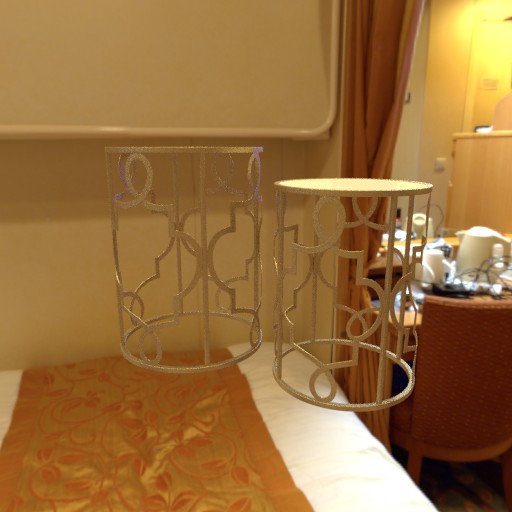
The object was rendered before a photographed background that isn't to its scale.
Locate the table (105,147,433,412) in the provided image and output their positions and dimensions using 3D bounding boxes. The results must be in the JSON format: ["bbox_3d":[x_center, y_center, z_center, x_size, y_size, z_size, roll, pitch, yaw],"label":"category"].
[{"bbox_3d":[0.000,0.000,1.183,0.846,0.564,0.420,7,15,25],"label":"table"}]
